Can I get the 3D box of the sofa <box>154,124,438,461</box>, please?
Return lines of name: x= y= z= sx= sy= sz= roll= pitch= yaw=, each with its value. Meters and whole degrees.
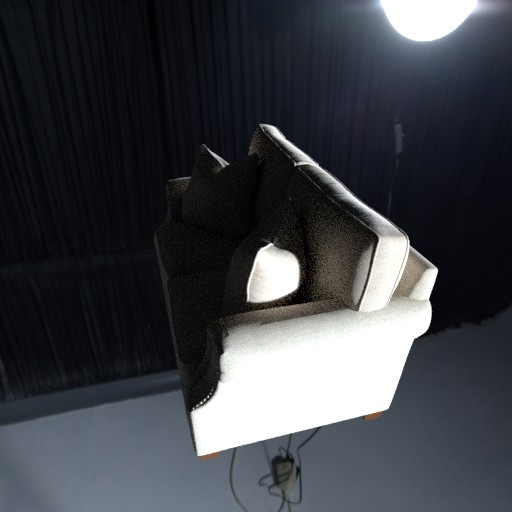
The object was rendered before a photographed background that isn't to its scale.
sofa: x=0.000 y=0.000 z=2.289 sx=0.966 sy=0.966 sz=1.701 roll=-8 pitch=31 yaw=-14
